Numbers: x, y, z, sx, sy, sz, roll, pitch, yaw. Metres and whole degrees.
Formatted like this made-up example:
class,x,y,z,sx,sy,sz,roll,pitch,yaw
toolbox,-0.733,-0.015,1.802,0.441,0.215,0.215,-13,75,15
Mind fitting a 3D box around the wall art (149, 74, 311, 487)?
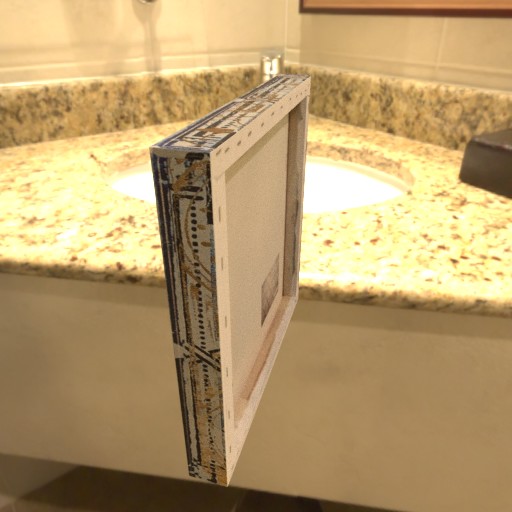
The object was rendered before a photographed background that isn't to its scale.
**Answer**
class,x,y,z,sx,sy,sz,roll,pitch,yaw
wall art,0.000,0.000,0.451,0.038,0.306,0.302,9,31,14
